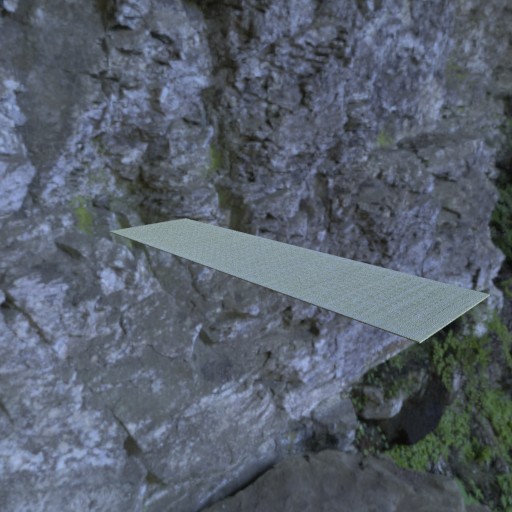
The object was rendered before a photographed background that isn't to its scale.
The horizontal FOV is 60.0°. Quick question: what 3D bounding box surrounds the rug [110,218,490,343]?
[{"bbox_3d":[0.000,0.000,2.683,0.686,0.006,2.437,-15,22,-42],"label":"rug"}]
